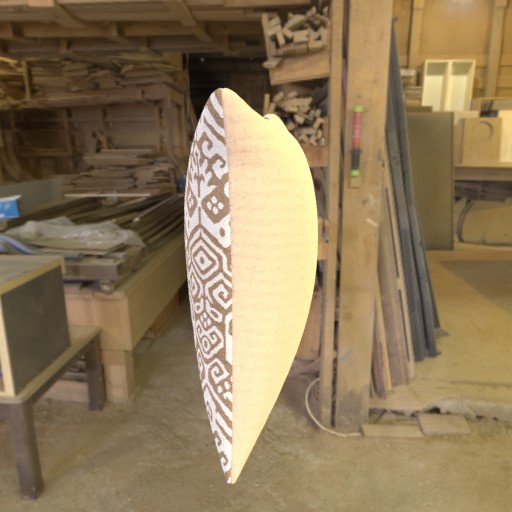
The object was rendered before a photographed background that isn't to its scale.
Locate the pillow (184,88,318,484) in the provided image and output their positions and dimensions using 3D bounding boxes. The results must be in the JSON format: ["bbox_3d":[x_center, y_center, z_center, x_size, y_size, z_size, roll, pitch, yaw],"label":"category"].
[{"bbox_3d":[0.000,0.000,0.631,0.173,0.407,0.419,2,15,8],"label":"pillow"}]
